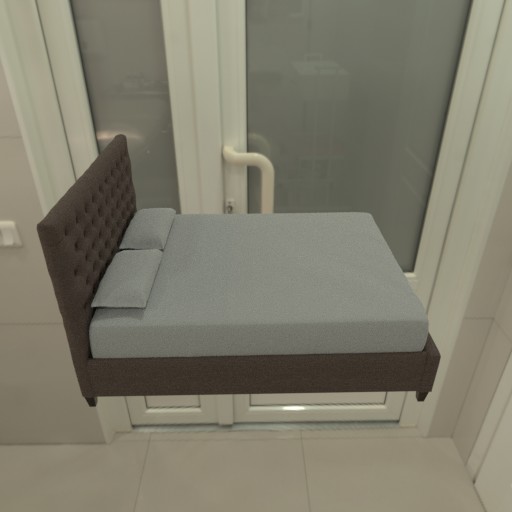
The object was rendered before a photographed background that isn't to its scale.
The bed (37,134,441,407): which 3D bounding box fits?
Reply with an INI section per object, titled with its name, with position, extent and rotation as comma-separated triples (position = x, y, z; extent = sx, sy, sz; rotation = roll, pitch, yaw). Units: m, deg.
[bed]
position = 0.000, 0.000, 3.411
extent = 2.387, 1.427, 1.698
rotation = -1, 31, -1
